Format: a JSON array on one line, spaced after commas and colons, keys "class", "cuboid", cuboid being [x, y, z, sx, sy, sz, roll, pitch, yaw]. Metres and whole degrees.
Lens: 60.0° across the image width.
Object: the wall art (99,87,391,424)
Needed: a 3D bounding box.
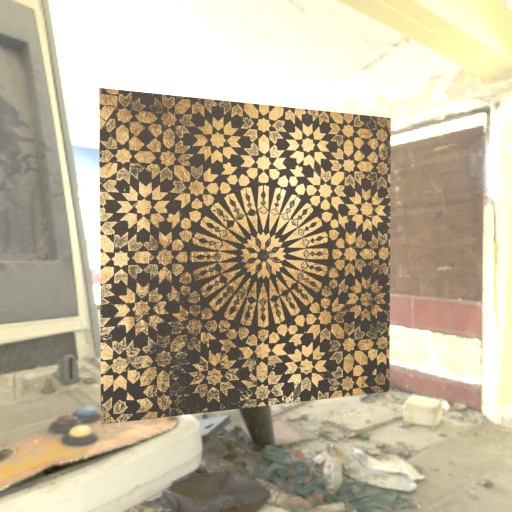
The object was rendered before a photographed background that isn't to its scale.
[{"class": "wall art", "cuboid": [0.000, 0.000, 0.611, 0.405, 0.405, 0.038, 0, 1, -18]}]
